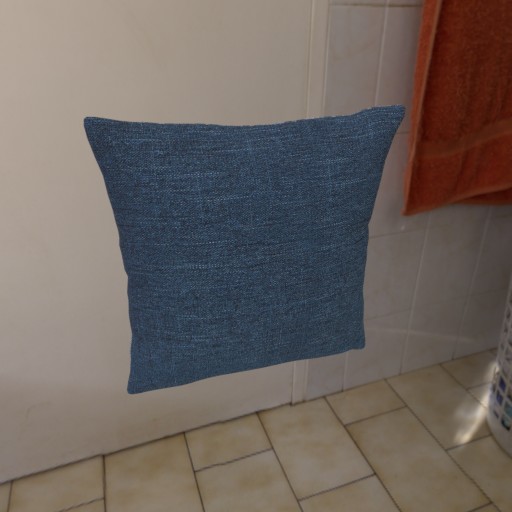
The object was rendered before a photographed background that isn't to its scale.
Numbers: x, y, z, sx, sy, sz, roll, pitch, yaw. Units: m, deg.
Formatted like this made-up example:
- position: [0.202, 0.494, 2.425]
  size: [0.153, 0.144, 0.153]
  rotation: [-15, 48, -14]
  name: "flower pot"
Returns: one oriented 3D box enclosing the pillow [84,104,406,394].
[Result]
- position: [0.000, 0.000, 0.676]
  size: [0.435, 0.435, 0.159]
  rotation: [-8, 29, -16]
  name: "pillow"
